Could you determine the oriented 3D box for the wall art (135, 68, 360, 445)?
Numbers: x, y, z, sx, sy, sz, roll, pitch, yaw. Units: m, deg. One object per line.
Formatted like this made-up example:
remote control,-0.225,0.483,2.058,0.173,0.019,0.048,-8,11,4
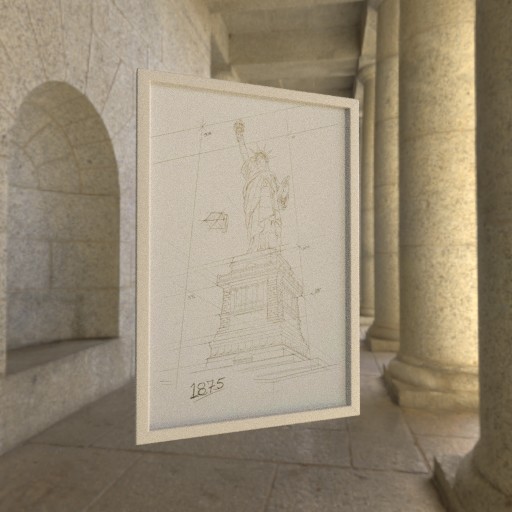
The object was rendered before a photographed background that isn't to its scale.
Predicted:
wall art,0.000,0.000,1.059,0.556,0.813,0.026,0,-1,-20
